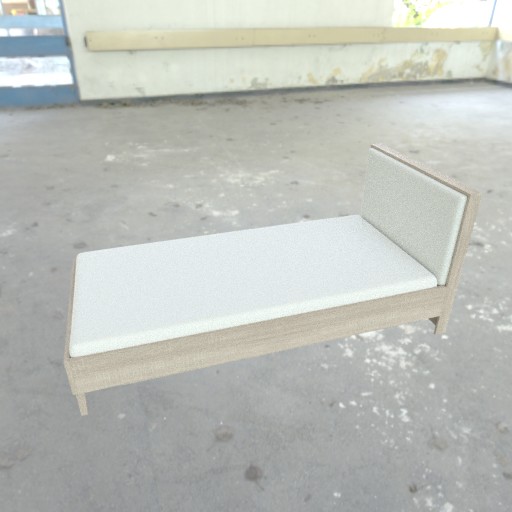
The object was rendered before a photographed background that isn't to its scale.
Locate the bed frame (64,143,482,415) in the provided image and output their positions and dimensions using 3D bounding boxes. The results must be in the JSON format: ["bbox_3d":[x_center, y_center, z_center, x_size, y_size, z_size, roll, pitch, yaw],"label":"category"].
[{"bbox_3d":[0.000,0.000,2.646,2.140,0.920,0.990,-9,31,-15],"label":"bed frame"}]
